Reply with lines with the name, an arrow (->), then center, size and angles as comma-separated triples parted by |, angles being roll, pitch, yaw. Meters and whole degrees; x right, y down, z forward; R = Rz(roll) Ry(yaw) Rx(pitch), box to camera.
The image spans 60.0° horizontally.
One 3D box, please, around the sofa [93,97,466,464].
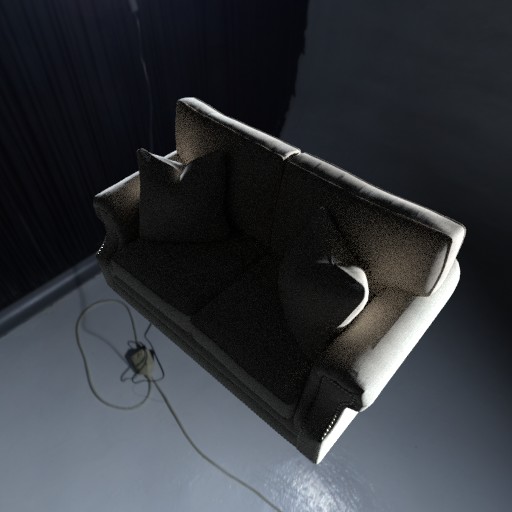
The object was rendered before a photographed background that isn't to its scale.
sofa -> 0.000, 0.000, 2.206 | 1.701, 0.966, 0.966 | 33, 54, 28
